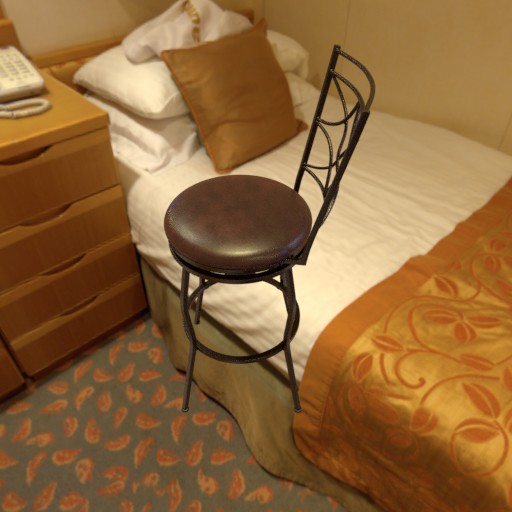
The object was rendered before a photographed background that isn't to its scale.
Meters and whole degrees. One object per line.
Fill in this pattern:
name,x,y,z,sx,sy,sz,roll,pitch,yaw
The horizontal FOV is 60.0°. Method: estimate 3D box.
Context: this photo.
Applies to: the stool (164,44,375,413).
stool,0.000,0.000,1.381,0.534,1.117,0.434,0,41,0
